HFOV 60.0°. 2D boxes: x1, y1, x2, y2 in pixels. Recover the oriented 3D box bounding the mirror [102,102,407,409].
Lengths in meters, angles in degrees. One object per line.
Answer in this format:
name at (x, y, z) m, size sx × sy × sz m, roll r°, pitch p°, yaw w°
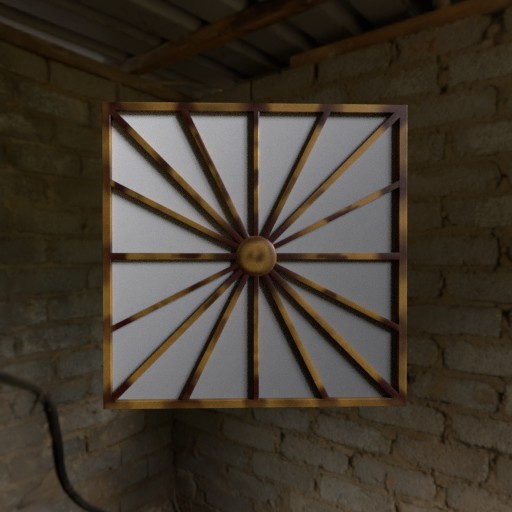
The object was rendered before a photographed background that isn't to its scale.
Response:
mirror at (0.000, 0.000, 0.756) m, size 0.509 × 0.507 × 0.042 m, roll 0°, pitch 1°, yaw -2°
